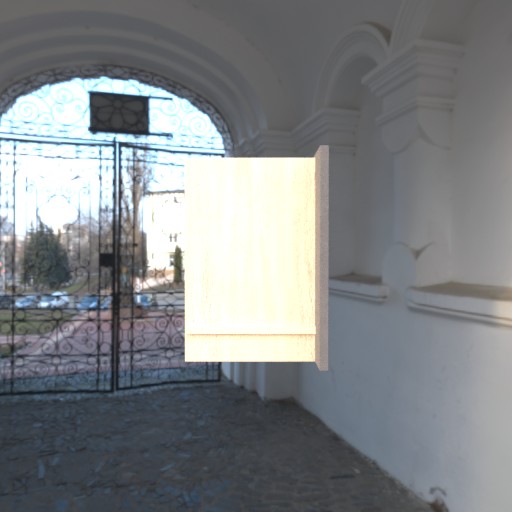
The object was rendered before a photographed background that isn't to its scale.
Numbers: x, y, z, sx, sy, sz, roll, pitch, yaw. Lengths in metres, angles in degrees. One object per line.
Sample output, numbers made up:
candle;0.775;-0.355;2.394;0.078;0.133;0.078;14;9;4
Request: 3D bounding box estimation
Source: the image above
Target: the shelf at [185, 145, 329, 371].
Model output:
shelf;0.000;0.000;1.099;0.200;0.300;1.020;0;0;0
